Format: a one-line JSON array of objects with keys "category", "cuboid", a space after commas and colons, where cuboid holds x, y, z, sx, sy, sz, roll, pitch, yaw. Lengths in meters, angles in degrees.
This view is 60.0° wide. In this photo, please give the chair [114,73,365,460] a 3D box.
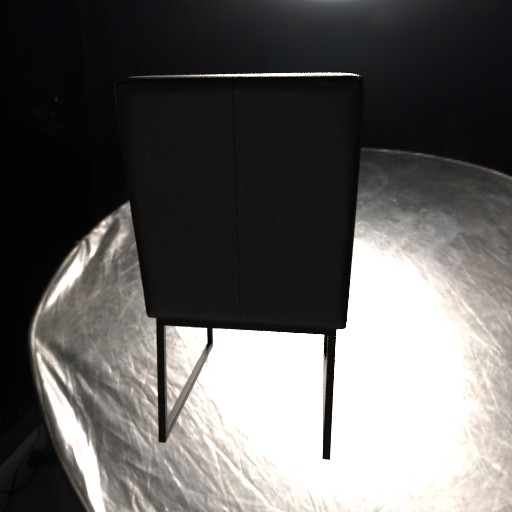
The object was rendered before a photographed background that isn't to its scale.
[{"category": "chair", "cuboid": [0.000, 0.000, 1.285, 0.520, 0.930, 0.634, 2, 17, 8]}]
